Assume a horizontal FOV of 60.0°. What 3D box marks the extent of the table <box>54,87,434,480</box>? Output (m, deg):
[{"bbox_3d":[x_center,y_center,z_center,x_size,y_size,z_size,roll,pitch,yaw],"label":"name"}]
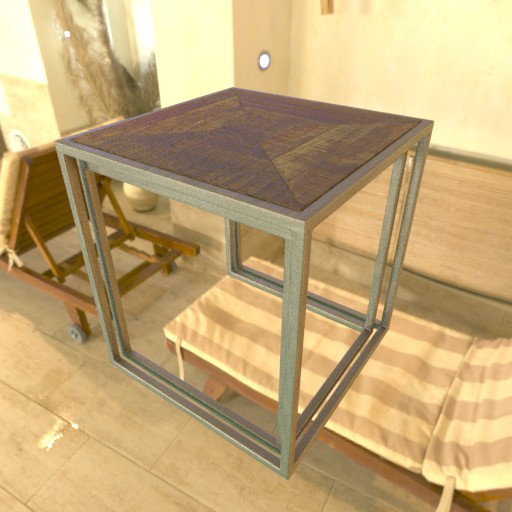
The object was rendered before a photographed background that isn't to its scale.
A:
[{"bbox_3d":[0.000,0.000,0.865,0.449,0.500,0.450,21,39,29],"label":"table"}]
